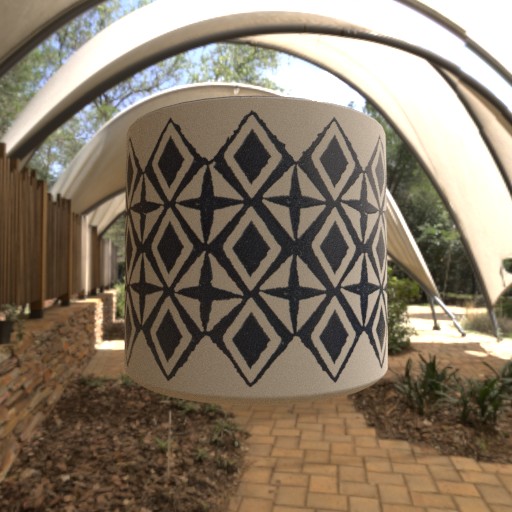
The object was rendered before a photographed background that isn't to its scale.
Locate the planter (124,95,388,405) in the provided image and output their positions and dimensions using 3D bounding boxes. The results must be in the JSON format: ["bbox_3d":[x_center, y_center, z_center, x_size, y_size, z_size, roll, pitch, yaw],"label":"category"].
[{"bbox_3d":[0.000,0.000,0.395,0.224,0.203,0.224,0,-2,0],"label":"planter"}]
